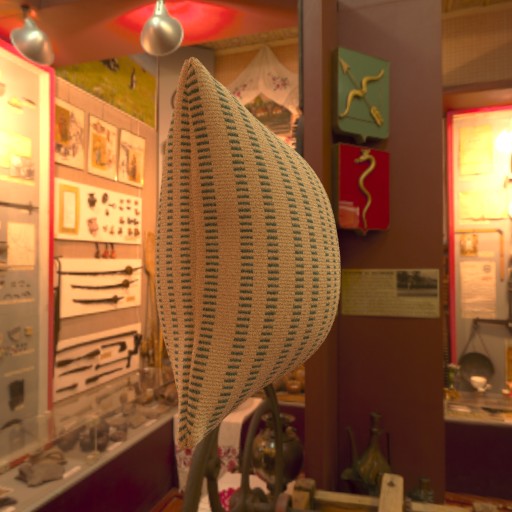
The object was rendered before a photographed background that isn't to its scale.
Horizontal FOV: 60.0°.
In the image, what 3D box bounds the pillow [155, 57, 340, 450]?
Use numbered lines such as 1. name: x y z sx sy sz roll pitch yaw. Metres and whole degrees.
1. pillow: 0.000 0.000 0.669 0.247 0.419 0.438 0 -1 20
